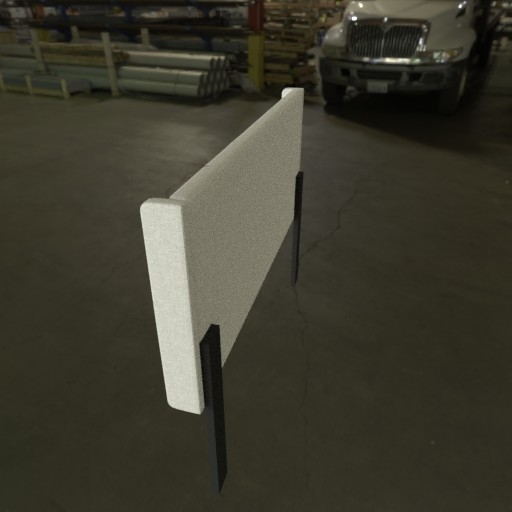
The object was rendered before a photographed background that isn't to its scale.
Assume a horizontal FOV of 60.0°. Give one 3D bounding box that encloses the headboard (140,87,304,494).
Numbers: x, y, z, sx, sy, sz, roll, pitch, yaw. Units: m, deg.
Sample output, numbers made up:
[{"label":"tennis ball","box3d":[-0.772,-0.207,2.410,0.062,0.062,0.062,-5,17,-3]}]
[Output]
[{"label":"headboard","box3d":[0.000,0.000,2.580,0.184,1.524,2.051,8,31,13]}]
